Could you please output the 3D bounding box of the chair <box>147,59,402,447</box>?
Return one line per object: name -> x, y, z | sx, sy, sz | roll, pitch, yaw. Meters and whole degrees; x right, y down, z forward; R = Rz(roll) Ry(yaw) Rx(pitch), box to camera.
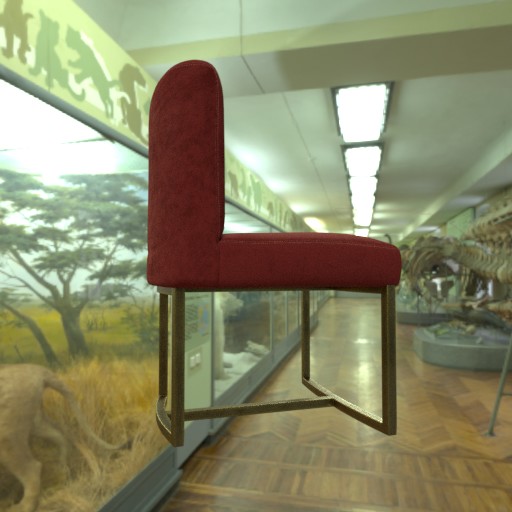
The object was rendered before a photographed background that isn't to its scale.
chair -> 0.000, 0.000, 1.179 | 0.560, 0.824, 0.530 | 1, -2, -17
